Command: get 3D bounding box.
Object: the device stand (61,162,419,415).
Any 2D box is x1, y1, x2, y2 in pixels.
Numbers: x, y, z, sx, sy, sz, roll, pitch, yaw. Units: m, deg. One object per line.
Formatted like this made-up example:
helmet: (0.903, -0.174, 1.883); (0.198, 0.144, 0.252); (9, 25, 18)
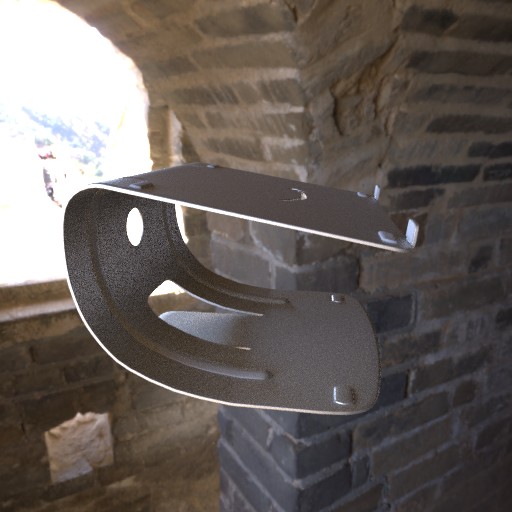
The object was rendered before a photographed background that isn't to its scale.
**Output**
device stand: (0.000, 0.000, 0.409); (0.236, 0.155, 0.256); (2, 15, 9)
